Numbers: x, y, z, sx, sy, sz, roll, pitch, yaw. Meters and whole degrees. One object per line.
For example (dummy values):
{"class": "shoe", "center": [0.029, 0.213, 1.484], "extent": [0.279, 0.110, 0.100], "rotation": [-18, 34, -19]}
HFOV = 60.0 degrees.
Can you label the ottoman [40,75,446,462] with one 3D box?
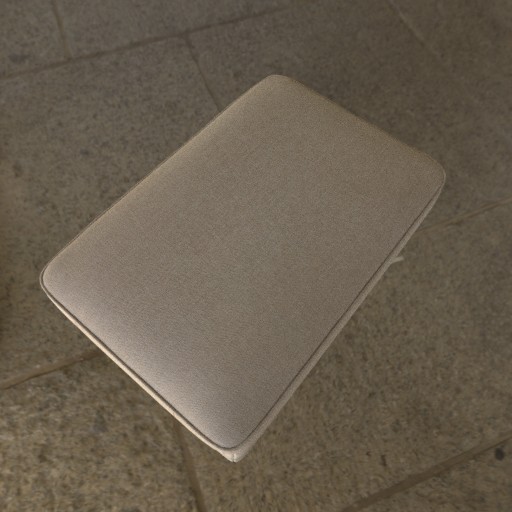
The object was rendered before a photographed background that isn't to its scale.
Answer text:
{"class": "ottoman", "center": [0.000, 0.000, 1.121], "extent": [0.559, 0.458, 0.813], "rotation": [36, 69, 16]}
